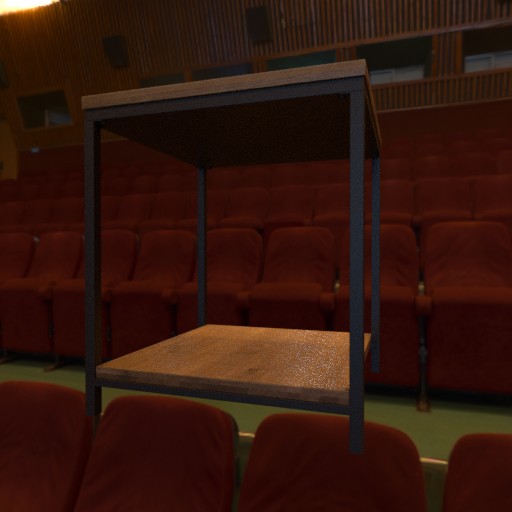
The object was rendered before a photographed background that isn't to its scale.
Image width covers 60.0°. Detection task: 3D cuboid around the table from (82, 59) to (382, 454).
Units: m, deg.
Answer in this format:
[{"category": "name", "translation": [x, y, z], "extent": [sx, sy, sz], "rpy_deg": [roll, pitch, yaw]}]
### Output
[{"category": "table", "translation": [0.000, 0.000, 0.975], "extent": [0.507, 0.589, 0.503], "rpy_deg": [0, 1, 18]}]
